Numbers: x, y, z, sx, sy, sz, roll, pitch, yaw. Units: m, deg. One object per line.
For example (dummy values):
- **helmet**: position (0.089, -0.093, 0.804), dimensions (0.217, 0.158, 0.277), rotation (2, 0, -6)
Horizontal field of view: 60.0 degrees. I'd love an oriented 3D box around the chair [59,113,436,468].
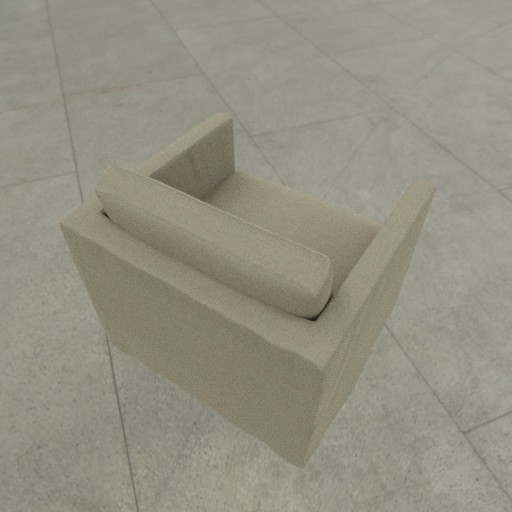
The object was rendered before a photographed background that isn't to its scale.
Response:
- **chair**: position (0.000, 0.000, 1.770), dimensions (1.057, 0.863, 0.949), rotation (25, 51, 23)
